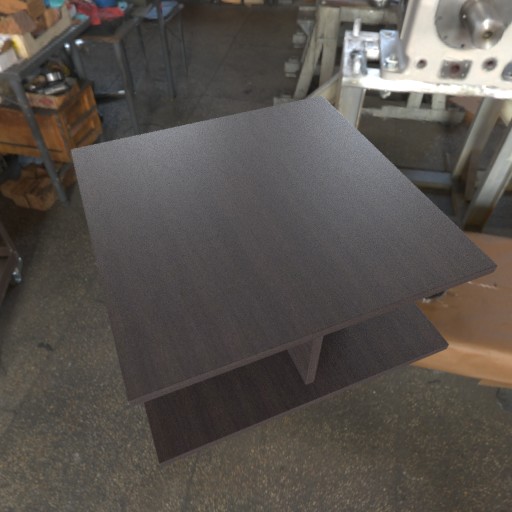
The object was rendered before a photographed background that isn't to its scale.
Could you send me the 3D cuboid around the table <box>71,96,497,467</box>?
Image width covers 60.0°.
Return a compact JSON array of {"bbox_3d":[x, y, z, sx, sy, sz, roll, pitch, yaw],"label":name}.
[{"bbox_3d":[0.000,0.000,1.196,0.762,0.396,0.762,-17,50,-15],"label":"table"}]
